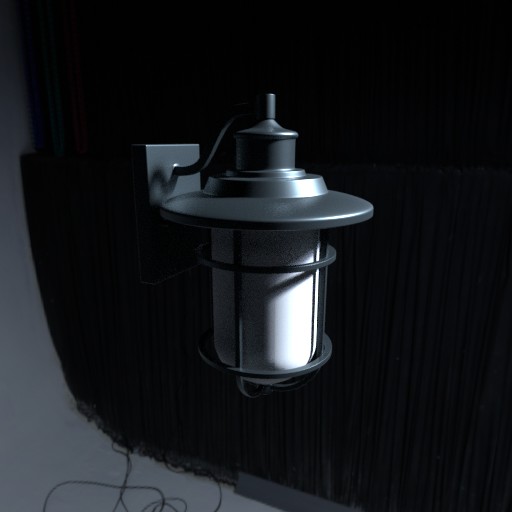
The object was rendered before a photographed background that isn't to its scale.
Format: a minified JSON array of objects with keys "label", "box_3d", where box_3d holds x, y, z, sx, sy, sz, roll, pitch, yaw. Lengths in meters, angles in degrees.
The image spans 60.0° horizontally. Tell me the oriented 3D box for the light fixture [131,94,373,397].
[{"label":"light fixture","box_3d":[0.000,0.000,0.504,0.252,0.345,0.222,7,16,25]}]
